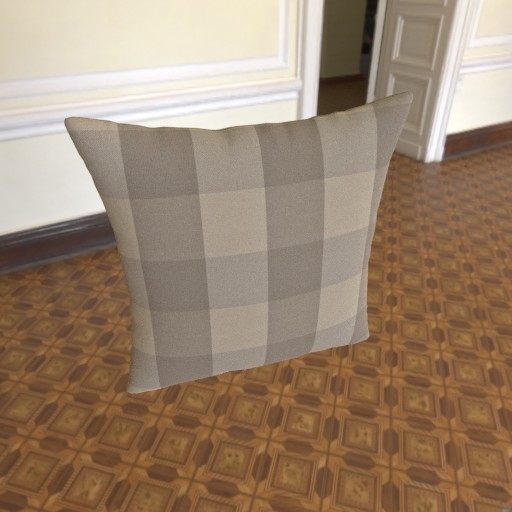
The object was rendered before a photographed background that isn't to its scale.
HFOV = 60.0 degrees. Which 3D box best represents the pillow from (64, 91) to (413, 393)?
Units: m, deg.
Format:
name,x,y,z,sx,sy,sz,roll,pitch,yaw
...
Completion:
name,x,y,z,sx,sy,sz,roll,pitch,yaw
pillow,0.000,0.000,0.760,0.511,0.509,0.161,-9,33,-15
